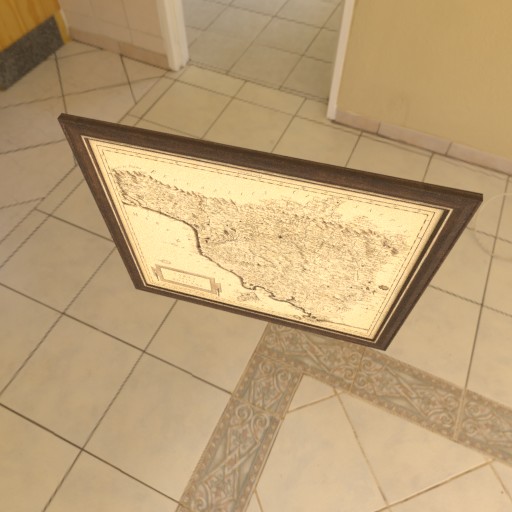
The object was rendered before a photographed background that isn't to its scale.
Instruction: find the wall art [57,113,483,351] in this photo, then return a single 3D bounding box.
[{"bbox_3d":[0.000,0.000,1.412,1.033,0.875,0.023,13,57,8],"label":"wall art"}]
